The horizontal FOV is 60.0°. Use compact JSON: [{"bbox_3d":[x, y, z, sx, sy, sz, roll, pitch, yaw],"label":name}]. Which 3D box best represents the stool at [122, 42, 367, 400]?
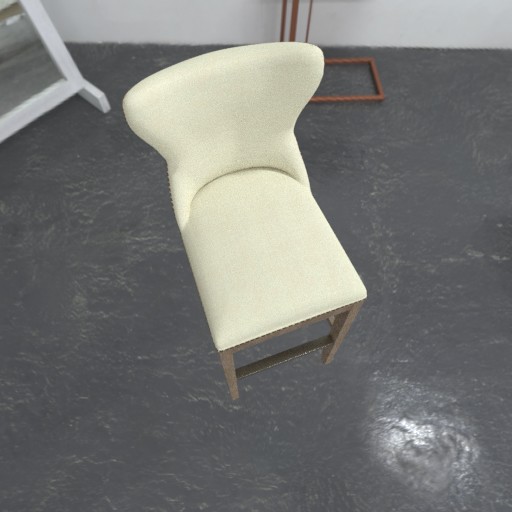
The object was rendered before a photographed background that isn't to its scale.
[{"bbox_3d":[0.000,0.000,1.417,0.494,1.123,0.606,-18,65,-9],"label":"stool"}]
